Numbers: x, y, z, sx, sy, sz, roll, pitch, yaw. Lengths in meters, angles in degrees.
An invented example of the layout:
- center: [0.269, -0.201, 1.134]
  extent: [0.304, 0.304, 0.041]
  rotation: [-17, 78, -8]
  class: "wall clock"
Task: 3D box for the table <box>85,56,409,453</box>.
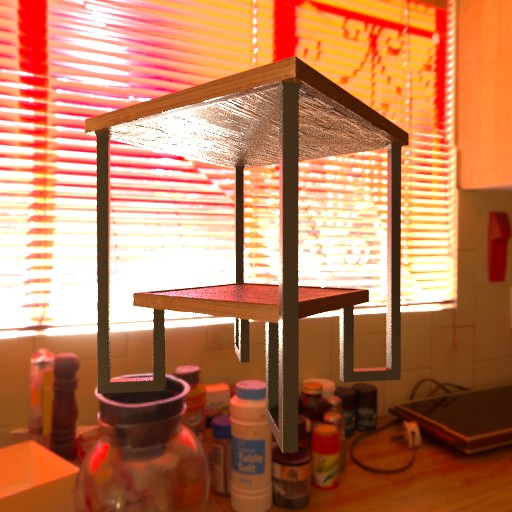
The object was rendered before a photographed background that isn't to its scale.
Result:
- center: [0.000, 0.000, 0.965]
  extent: [0.503, 0.563, 0.503]
  rotation: [0, 1, 36]
  class: "table"
